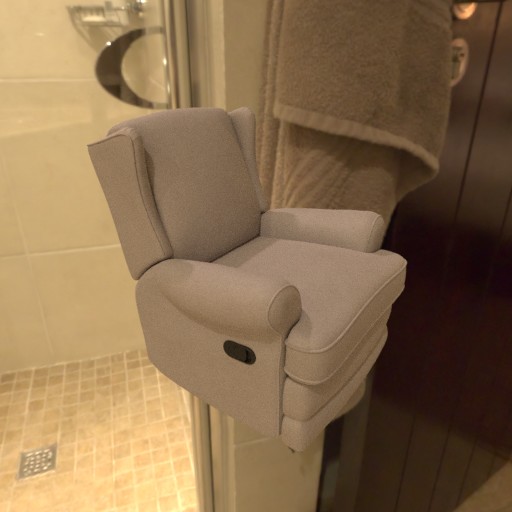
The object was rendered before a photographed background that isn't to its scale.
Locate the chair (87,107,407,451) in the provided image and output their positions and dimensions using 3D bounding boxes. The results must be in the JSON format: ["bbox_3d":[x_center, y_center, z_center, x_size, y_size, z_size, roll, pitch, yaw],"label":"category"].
[{"bbox_3d":[0.000,0.000,1.686,0.969,1.011,0.847,17,30,32],"label":"chair"}]
